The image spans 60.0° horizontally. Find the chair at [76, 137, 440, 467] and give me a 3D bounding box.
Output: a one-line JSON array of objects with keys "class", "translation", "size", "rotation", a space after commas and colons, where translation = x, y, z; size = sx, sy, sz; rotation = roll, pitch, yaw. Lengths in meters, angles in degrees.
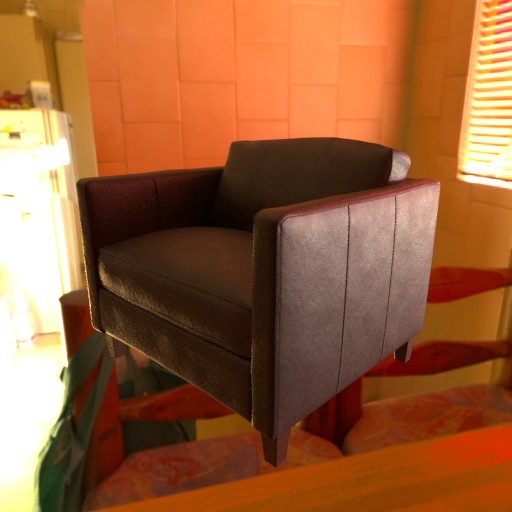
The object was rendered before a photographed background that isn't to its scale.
[{"class": "chair", "translation": [0.000, 0.000, 1.573], "size": [0.939, 0.811, 0.862], "rotation": [15, 22, 41]}]
